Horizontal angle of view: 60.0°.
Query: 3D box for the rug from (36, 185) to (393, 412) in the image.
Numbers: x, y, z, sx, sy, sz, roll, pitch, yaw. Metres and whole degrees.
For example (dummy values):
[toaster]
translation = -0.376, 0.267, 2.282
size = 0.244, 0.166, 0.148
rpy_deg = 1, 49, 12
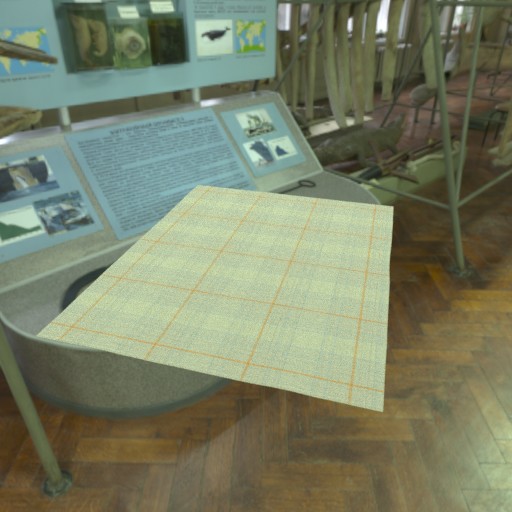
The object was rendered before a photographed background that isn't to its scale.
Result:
[rug]
translation = 0.000, 0.000, 4.172
size = 2.448, 0.021, 3.051
rpy_deg = 8, 32, 14
